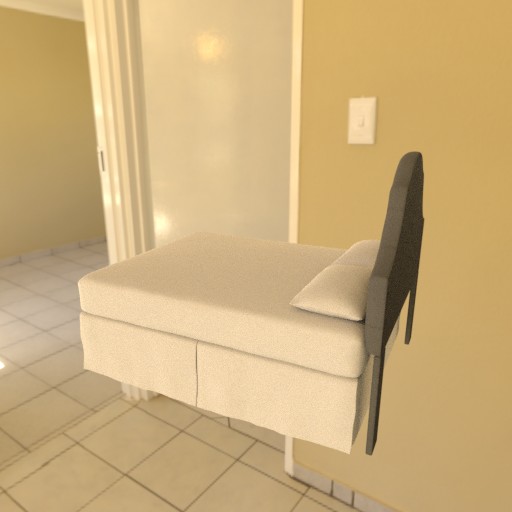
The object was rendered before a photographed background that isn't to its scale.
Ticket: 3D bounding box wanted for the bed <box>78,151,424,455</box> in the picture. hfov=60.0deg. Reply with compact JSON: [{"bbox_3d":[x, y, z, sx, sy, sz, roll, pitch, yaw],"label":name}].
[{"bbox_3d":[0.000,0.000,3.293,2.155,1.575,1.636,8,19,25],"label":"bed"}]
